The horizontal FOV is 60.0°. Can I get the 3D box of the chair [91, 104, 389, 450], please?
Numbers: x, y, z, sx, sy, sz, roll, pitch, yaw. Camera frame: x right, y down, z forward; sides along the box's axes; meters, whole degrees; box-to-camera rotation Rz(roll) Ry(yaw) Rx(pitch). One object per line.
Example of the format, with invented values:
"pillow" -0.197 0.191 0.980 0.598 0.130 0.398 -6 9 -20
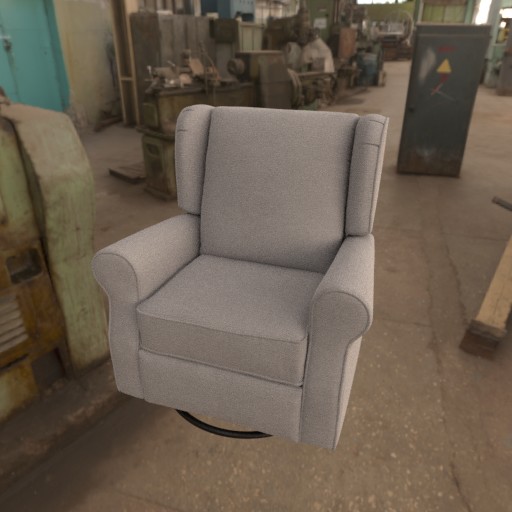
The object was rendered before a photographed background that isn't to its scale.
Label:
"chair" 0.000 0.000 1.651 0.906 0.966 0.854 9 28 17
